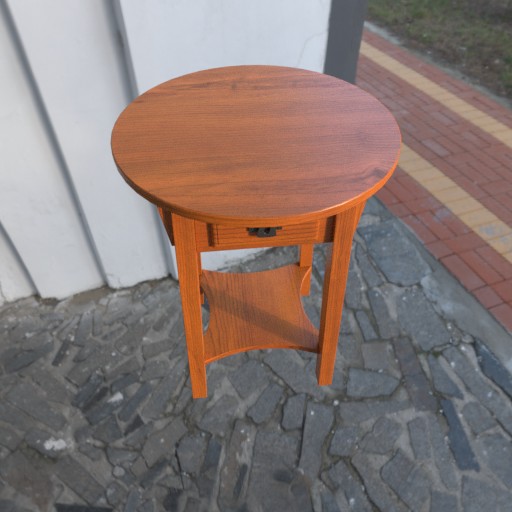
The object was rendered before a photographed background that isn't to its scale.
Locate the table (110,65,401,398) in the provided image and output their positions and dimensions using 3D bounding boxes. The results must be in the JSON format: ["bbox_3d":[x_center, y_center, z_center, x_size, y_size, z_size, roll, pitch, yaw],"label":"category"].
[{"bbox_3d":[0.000,0.000,0.932,0.457,0.610,0.457,0,46,0],"label":"table"}]
